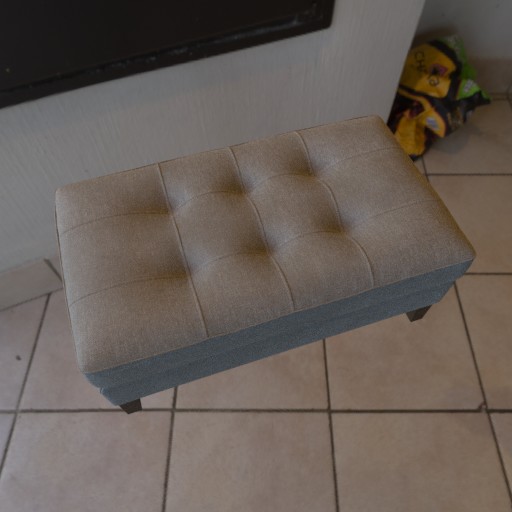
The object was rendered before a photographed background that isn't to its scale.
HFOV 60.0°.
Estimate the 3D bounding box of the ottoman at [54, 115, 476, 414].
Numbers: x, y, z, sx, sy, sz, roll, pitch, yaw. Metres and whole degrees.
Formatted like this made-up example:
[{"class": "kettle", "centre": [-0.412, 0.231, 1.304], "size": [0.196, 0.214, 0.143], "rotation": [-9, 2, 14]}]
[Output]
[{"class": "ottoman", "centre": [0.000, 0.000, 1.479], "size": [1.143, 0.514, 0.648], "rotation": [-16, 59, -10]}]
